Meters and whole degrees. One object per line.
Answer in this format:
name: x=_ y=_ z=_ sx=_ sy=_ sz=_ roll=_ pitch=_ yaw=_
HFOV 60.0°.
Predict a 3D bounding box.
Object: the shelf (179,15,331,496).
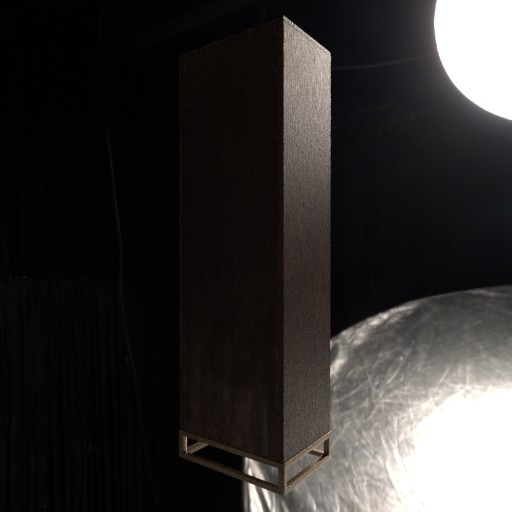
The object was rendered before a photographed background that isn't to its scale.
shelf: x=0.000 y=0.000 z=1.913 sx=0.539 sy=1.732 sz=0.395 roll=0 pitch=0 yaw=36
